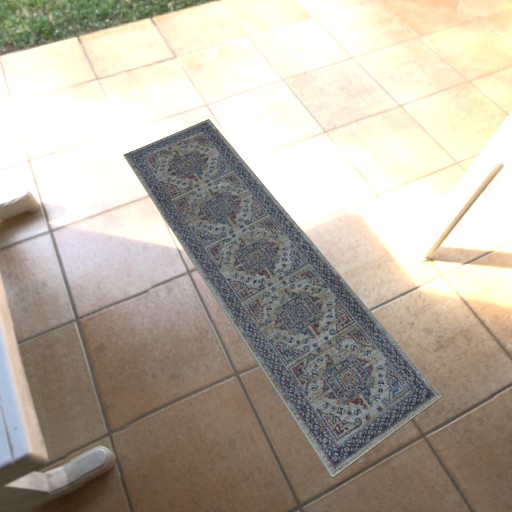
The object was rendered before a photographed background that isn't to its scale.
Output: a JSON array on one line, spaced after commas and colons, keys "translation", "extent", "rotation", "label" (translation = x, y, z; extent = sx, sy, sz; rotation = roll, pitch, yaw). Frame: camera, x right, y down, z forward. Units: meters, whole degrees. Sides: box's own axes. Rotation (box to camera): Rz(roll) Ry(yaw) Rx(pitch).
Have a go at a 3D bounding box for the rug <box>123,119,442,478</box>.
[{"translation": [0.000, 0.000, 2.546], "extent": [0.661, 0.013, 2.297], "rotation": [-28, 62, -16], "label": "rug"}]
